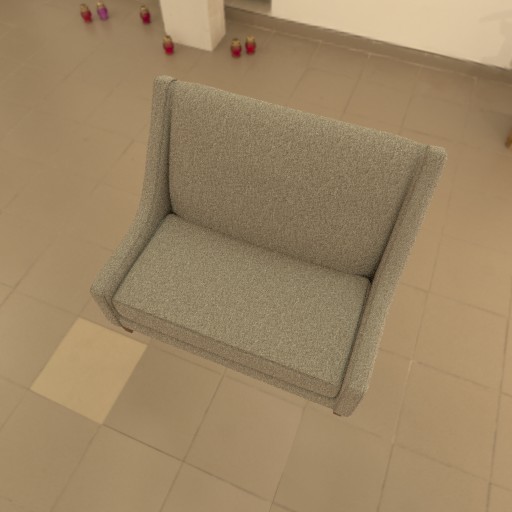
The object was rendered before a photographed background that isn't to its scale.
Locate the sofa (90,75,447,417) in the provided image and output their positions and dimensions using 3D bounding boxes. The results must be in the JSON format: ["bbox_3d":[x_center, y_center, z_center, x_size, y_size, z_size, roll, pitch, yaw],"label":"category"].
[{"bbox_3d":[0.000,0.000,1.974,1.242,1.026,0.862,19,59,12],"label":"sofa"}]
